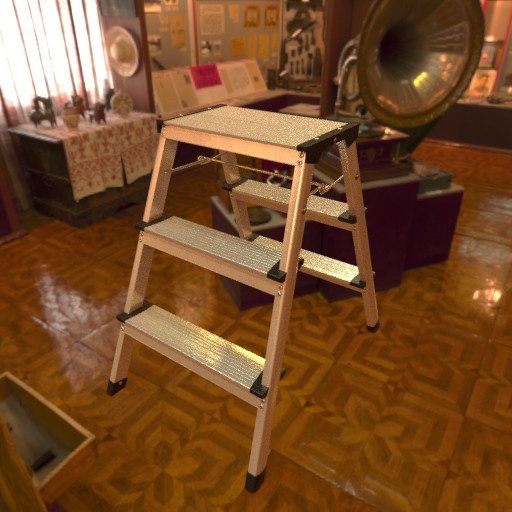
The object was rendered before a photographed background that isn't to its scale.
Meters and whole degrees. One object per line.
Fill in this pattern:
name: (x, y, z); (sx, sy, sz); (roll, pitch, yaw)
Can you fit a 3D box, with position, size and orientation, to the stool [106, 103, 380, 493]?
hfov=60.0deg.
stool: (0.000, 0.000, 1.015); (0.437, 0.605, 0.622); (19, 35, 31)
